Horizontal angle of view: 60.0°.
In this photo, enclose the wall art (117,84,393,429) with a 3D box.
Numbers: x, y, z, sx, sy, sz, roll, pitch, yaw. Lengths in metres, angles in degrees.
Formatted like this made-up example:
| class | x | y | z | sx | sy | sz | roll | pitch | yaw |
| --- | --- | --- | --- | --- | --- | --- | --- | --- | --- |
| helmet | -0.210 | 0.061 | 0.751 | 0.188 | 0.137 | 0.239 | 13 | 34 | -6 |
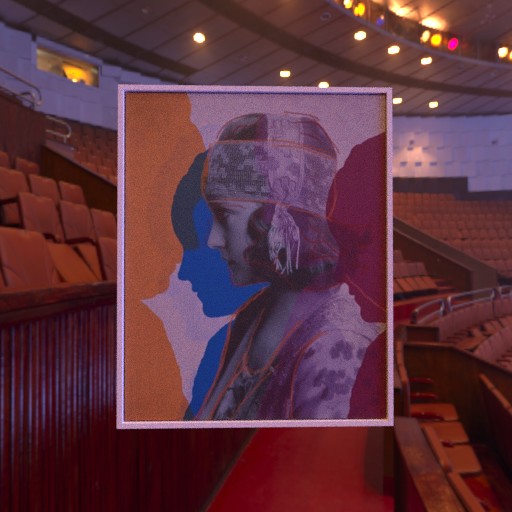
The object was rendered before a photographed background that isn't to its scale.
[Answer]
| class | x | y | z | sx | sy | sz | roll | pitch | yaw |
| --- | --- | --- | --- | --- | --- | --- | --- | --- | --- |
| wall art | 0.000 | 0.000 | 0.727 | 0.443 | 0.549 | 0.030 | 0 | -1 | -2 |
